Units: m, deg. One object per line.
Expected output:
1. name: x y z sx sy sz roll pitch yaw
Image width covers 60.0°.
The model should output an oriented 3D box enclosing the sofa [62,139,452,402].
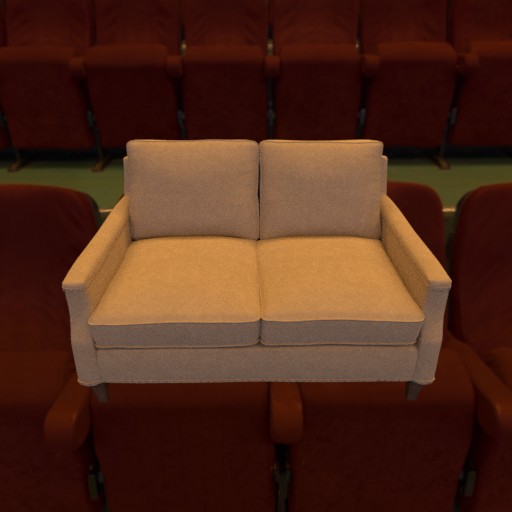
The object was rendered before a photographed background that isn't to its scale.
1. sofa: 0.000 0.000 2.249 1.597 1.002 1.084 0 30 0
